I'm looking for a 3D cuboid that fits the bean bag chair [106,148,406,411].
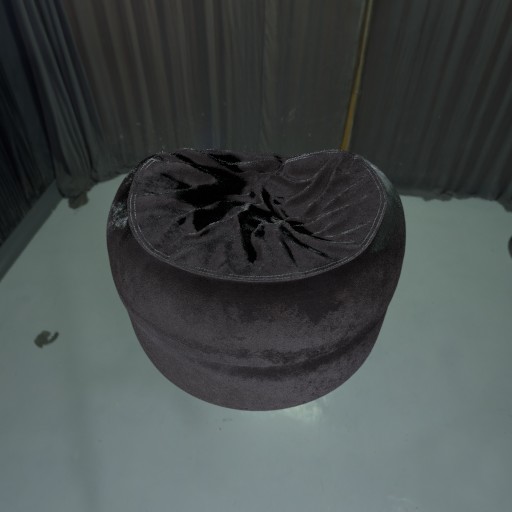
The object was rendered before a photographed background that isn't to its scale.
[{"bbox_3d":[0.000,0.000,1.488,0.918,0.605,0.918,0,45,0],"label":"bean bag chair"}]
